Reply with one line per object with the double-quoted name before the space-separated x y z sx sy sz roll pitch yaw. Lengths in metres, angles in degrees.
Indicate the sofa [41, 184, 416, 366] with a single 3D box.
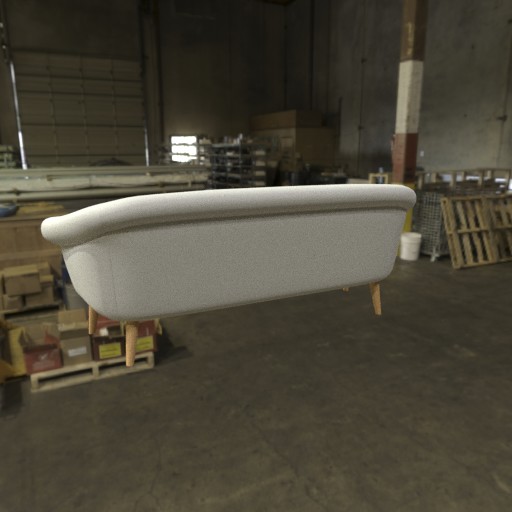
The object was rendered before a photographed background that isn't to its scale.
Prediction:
"sofa" 0.000 0.000 2.522 2.160 0.795 0.827 -7 15 -26
